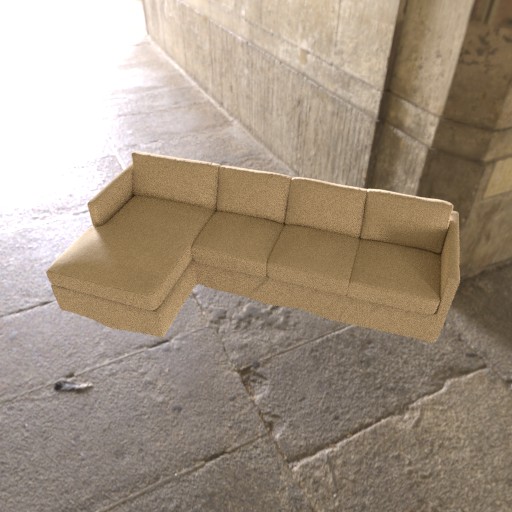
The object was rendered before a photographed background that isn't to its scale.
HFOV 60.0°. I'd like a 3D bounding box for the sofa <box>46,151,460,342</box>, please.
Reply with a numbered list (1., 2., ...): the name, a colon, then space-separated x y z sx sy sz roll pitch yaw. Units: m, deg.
1. sofa: 0.000 0.000 3.838 3.205 0.922 1.650 12 42 14
